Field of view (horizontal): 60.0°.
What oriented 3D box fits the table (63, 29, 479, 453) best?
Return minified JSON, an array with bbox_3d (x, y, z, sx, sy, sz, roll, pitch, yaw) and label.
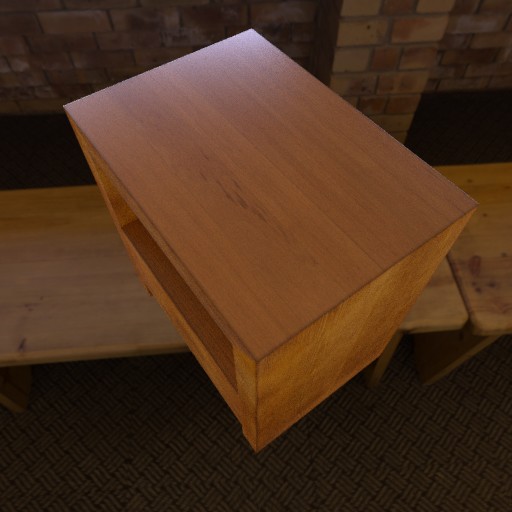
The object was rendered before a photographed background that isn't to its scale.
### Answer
[{"bbox_3d":[0.000,0.000,0.941,0.400,0.605,0.550,-32,62,-19],"label":"table"}]
